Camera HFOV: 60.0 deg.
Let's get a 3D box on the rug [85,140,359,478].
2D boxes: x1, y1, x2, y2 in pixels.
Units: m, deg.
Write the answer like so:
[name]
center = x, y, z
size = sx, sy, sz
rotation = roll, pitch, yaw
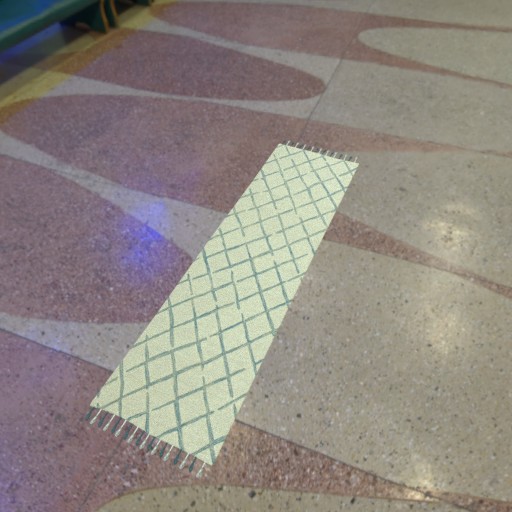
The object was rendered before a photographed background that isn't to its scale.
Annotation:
[rug]
center = 0.000, 0.000, 2.572
size = 0.620, 0.008, 2.372
rotation = 18, 50, 16
